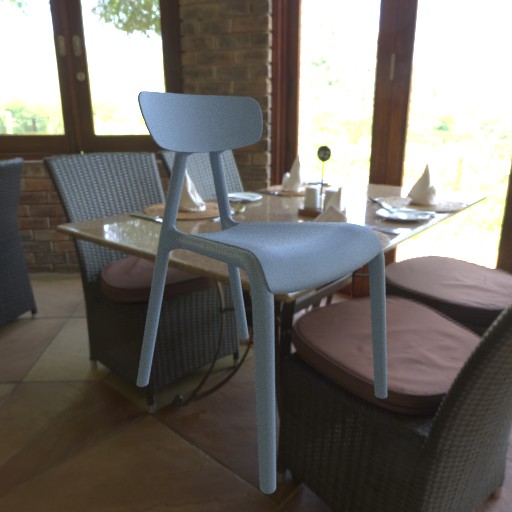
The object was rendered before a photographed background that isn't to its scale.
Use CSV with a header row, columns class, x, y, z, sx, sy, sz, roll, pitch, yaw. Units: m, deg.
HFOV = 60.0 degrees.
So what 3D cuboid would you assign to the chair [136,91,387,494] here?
class,x,y,z,sx,sy,sz,roll,pitch,yaw
chair,0.000,0.000,0.822,0.401,0.580,0.356,16,23,42
